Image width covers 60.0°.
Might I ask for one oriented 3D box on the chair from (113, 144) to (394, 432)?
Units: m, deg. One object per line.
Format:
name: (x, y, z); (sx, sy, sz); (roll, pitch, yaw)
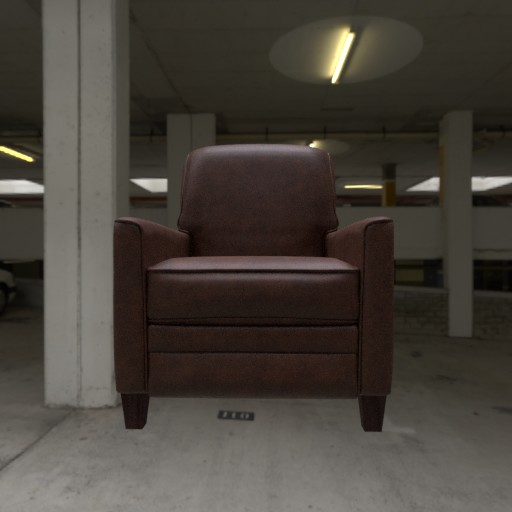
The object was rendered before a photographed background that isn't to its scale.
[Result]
chair: (0.000, 0.000, 1.644); (0.839, 1.010, 0.850); (0, 1, 2)
